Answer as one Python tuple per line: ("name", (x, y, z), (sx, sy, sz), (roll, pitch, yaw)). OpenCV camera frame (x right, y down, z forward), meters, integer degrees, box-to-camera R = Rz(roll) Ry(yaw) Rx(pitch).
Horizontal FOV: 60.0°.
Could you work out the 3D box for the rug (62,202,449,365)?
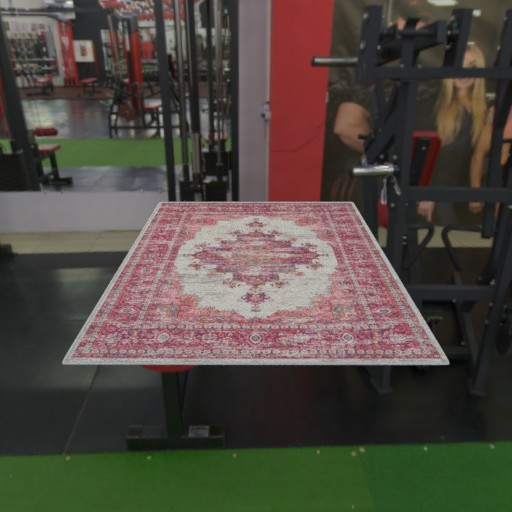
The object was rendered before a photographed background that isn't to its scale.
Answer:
("rug", (0.000, 0.000, 4.185), (2.447, 0.017, 3.123), (0, 26, 0))
